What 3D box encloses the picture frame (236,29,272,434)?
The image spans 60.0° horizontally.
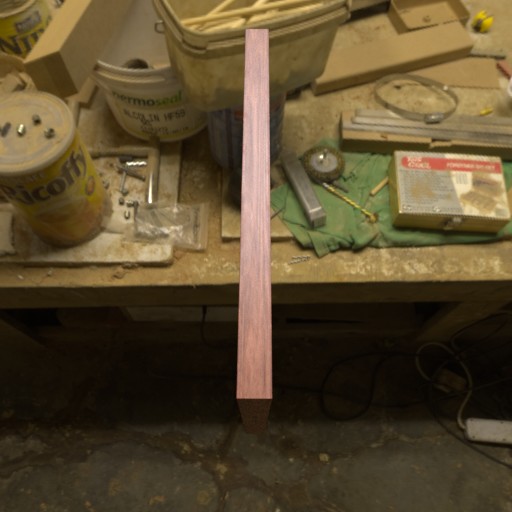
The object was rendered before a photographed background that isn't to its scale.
[{"bbox_3d":[0.000,0.000,0.541,0.025,0.330,0.381,0,64,0],"label":"picture frame"}]
